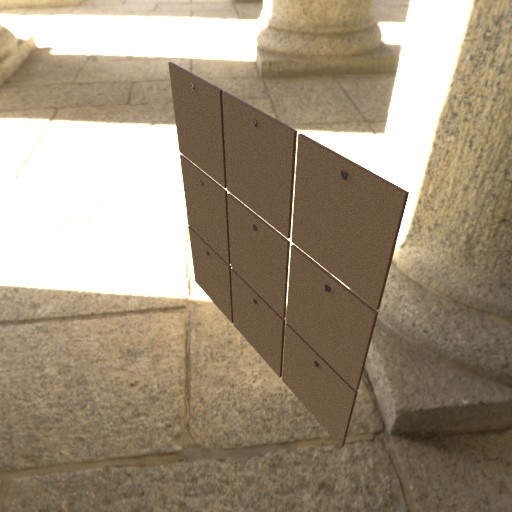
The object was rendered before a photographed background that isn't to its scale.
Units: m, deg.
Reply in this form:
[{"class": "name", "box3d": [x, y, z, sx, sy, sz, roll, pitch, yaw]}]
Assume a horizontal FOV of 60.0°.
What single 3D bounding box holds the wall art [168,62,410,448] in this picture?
[{"class": "wall art", "box3d": [0.000, 0.000, 1.809, 0.019, 1.218, 1.221, -25, 46, -26]}]
